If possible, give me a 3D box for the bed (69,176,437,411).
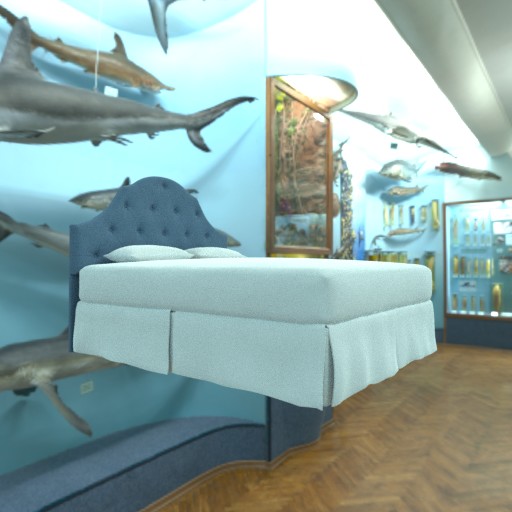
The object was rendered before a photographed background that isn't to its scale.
[{"bbox_3d":[0.000,0.000,3.763,2.477,1.617,2.039,0,-1,37],"label":"bed"}]
